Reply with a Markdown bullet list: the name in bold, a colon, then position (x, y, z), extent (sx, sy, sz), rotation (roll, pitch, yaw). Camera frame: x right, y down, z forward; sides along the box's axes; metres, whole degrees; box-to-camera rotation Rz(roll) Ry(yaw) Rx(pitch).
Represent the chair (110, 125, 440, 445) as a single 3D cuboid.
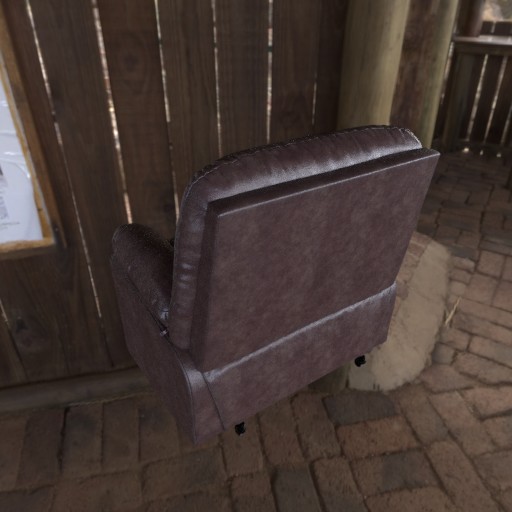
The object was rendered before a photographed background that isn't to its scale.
- **chair**: position (0.000, 0.000, 1.689), extent (0.940, 1.041, 0.879), rotation (-19, 35, -29)
